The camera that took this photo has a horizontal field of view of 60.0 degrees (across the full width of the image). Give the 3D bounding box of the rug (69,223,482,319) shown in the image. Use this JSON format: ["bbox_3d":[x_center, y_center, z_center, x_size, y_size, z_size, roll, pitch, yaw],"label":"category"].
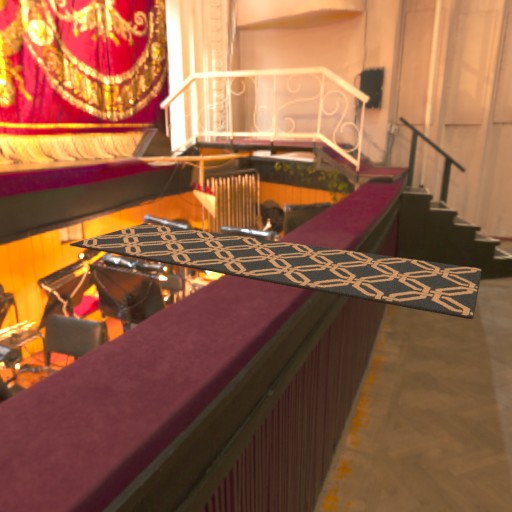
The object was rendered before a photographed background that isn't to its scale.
[{"bbox_3d":[0.000,0.000,2.514,2.276,0.014,0.678,9,19,27],"label":"rug"}]
